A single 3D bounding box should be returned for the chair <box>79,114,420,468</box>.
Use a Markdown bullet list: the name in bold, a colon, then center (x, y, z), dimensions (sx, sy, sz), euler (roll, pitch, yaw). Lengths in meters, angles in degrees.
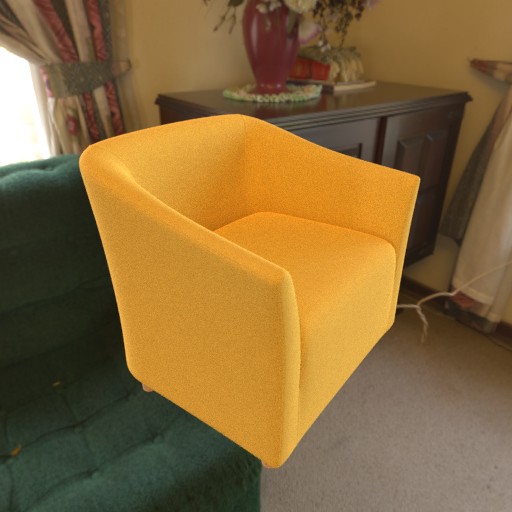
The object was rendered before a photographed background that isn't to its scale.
- **chair**: center (0.000, 0.000, 1.353), dimensions (0.700, 0.720, 0.790), euler (18, 32, 32)
